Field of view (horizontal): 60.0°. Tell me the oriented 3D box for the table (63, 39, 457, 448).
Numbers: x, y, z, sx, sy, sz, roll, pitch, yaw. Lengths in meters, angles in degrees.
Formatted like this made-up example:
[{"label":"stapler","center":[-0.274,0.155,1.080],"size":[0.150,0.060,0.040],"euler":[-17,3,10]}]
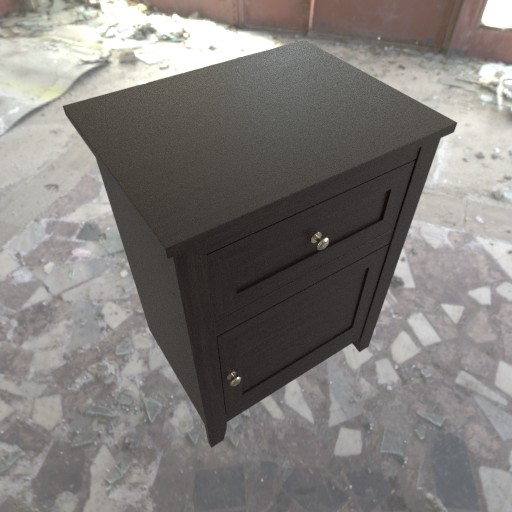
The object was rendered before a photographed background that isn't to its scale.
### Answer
[{"label":"table","center":[0.000,0.000,0.912],"size":[0.480,0.635,0.381],"euler":[-26,52,-22]}]
